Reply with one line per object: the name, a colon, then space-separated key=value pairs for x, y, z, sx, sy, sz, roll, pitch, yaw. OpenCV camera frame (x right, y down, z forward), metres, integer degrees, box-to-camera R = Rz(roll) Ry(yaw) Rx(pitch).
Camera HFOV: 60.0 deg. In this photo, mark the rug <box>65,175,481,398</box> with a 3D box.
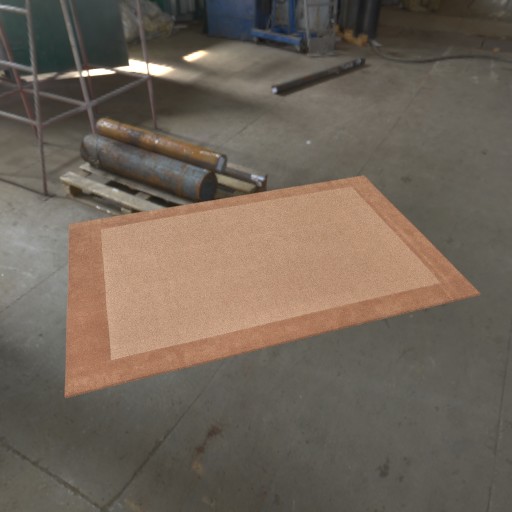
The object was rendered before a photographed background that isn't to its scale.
rug: x=0.000 y=0.000 z=3.014 sx=2.438 sy=0.014 sz=1.524 roll=-11 pitch=41 yaw=-13
